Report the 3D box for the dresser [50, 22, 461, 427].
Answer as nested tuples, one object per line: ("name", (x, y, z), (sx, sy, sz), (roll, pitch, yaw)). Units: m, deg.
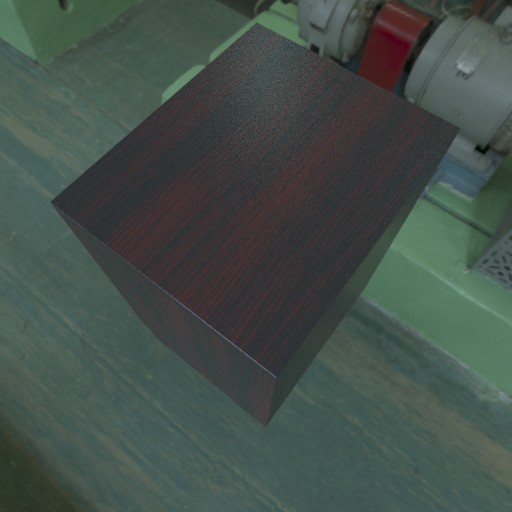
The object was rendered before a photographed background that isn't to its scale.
("dresser", (0.000, 0.000, 0.804), (0.360, 0.560, 0.400), (35, 69, 15))
